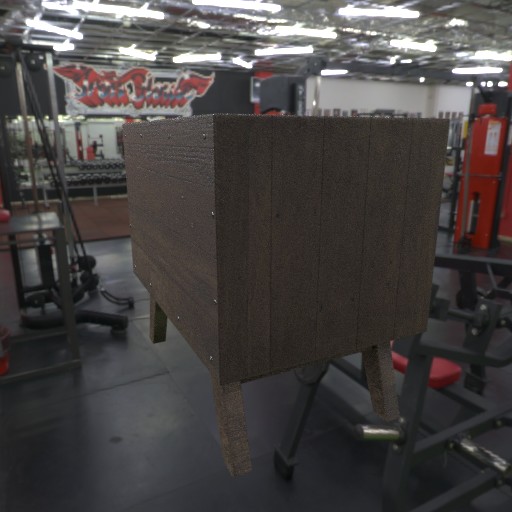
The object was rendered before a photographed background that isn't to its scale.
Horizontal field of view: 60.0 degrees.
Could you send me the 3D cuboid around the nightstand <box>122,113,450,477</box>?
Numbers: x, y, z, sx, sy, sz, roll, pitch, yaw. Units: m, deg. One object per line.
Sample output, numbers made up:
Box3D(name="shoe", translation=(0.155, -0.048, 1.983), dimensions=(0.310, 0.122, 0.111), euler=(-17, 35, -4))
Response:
Box3D(name="nightstand", translation=(0.000, 0.000, 1.034), dimensions=(0.450, 0.599, 0.650), euler=(-7, 17, -25))
